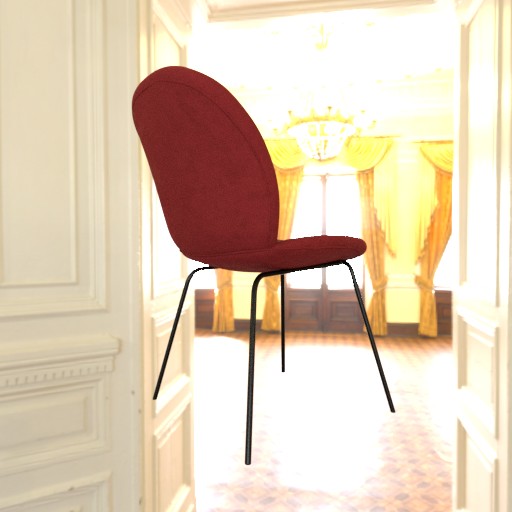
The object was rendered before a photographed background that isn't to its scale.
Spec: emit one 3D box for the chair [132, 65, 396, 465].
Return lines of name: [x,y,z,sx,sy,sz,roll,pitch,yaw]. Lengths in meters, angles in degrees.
chair: [0.000,0.000,1.132,0.587,0.791,0.458,-1,2,-36]
